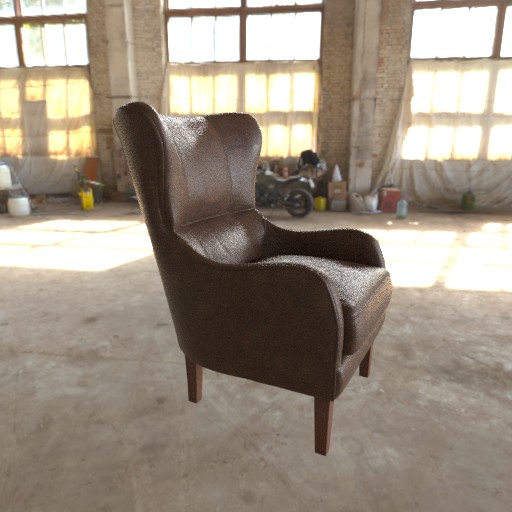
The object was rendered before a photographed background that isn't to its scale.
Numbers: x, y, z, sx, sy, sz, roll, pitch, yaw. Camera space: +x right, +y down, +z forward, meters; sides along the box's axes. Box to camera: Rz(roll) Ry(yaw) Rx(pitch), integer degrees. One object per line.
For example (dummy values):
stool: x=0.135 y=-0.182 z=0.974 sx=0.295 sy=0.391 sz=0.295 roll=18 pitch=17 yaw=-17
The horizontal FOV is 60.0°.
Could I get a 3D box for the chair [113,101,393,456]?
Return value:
chair: x=0.000 y=0.000 z=1.623 sx=0.914 sy=1.048 sz=0.692 roll=8 pitch=17 yaw=27
